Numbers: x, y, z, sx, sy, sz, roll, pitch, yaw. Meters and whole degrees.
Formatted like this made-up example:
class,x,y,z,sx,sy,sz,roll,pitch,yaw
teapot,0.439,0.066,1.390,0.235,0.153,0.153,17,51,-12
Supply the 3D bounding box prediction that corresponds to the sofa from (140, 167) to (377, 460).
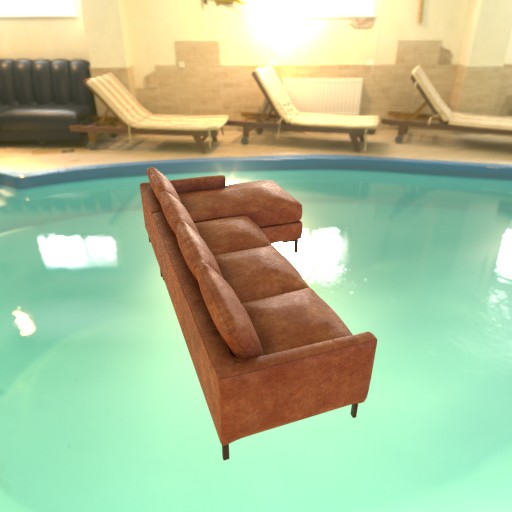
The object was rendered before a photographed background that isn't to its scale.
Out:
class,x,y,z,sx,sy,sz,roll,pitch,yaw
sofa,0.000,0.000,3.650,1.471,0.859,2.993,-10,30,-18
